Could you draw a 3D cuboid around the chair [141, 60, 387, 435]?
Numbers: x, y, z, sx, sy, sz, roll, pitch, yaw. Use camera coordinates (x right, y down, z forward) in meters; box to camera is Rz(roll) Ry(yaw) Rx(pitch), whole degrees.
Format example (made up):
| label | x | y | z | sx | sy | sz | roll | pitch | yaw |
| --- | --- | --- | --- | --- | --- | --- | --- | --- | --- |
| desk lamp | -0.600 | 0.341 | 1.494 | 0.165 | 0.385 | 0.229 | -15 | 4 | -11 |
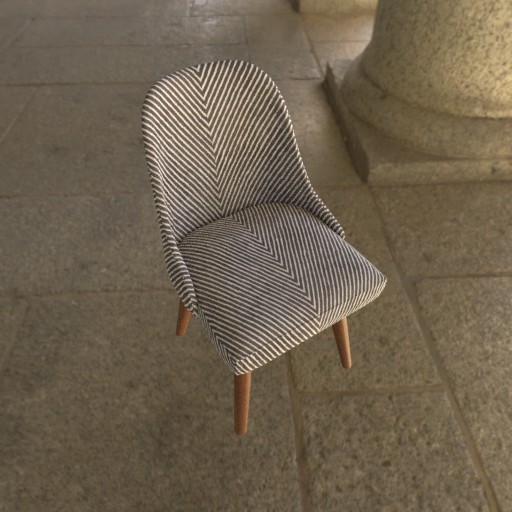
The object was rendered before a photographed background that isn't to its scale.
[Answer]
| label | x | y | z | sx | sy | sz | roll | pitch | yaw |
| --- | --- | --- | --- | --- | --- | --- | --- | --- | --- |
| chair | 0.000 | 0.000 | 1.269 | 0.504 | 0.883 | 0.591 | -24 | 51 | -22 |
